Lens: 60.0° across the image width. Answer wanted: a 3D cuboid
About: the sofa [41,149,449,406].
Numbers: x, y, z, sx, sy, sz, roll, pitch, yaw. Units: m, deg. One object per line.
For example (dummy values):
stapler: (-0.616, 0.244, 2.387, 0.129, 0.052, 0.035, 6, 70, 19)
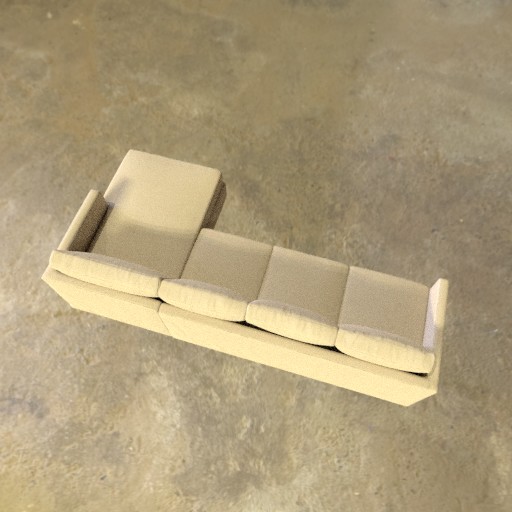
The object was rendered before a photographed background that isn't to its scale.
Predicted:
sofa: (0.000, 0.000, 3.937, 3.206, 0.871, 1.622, 15, 64, 7)
